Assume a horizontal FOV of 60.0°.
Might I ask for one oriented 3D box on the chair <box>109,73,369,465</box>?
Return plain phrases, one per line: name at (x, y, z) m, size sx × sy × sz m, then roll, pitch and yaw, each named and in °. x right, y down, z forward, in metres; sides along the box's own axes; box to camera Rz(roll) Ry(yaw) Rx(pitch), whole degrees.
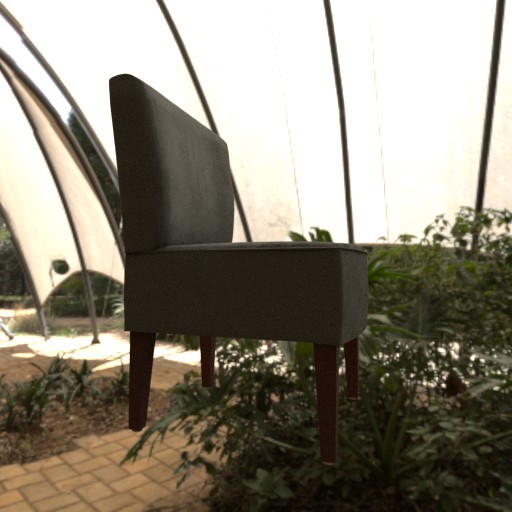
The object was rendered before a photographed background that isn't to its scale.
chair at (0.000, 0.000, 1.131) m, size 0.554 × 0.806 × 0.521 m, roll -1°, pitch -2°, yaw 18°
